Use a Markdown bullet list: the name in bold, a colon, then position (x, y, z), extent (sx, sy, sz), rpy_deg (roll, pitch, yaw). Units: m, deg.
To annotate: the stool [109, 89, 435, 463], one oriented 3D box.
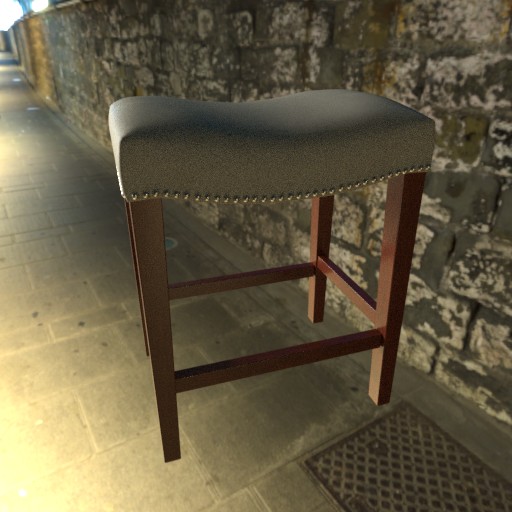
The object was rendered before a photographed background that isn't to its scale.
- **stool**: position (0.000, 0.000, 0.924), extent (0.509, 0.632, 0.375), rpy_deg (-8, 27, -16)
